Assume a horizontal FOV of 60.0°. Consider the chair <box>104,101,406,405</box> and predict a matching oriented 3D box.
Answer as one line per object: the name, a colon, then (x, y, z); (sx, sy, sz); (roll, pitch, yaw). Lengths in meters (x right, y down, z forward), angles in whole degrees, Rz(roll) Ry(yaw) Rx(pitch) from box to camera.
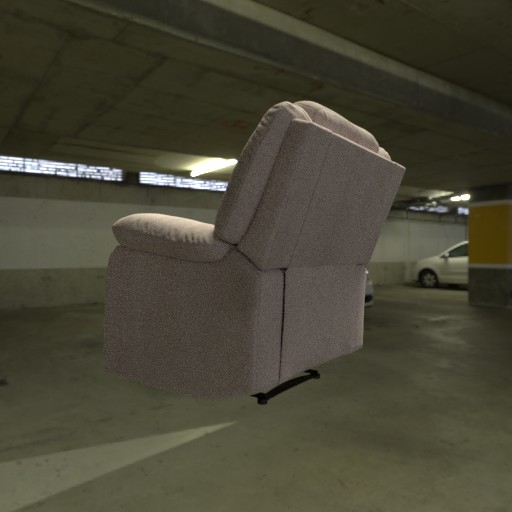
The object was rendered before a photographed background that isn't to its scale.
chair: (0.000, 0.000, 1.769); (0.944, 1.008, 0.899); (0, 0, 36)
